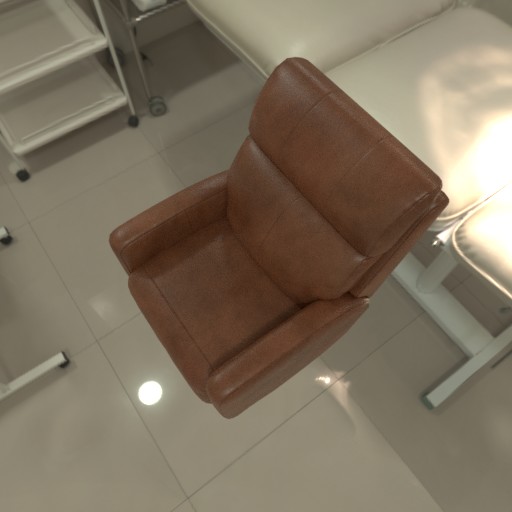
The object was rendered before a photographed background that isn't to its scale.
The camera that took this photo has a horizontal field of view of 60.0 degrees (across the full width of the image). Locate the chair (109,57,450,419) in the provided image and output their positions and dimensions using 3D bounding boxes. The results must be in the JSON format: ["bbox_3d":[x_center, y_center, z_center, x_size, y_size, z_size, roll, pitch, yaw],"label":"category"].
[{"bbox_3d":[0.000,0.000,1.688,0.939,1.016,0.787,-33,68,-15],"label":"chair"}]
